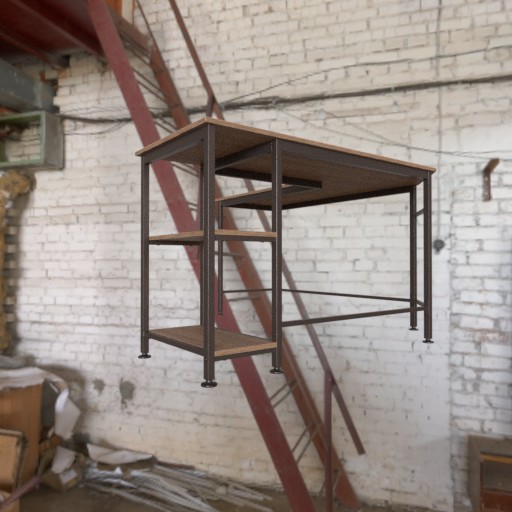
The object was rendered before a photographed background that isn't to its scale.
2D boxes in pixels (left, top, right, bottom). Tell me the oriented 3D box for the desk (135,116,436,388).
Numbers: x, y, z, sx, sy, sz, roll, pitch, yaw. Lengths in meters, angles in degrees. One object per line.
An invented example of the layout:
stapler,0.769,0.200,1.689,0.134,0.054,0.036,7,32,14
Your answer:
desk,0.000,0.000,2.164,1.379,0.739,1.379,0,-1,-37
